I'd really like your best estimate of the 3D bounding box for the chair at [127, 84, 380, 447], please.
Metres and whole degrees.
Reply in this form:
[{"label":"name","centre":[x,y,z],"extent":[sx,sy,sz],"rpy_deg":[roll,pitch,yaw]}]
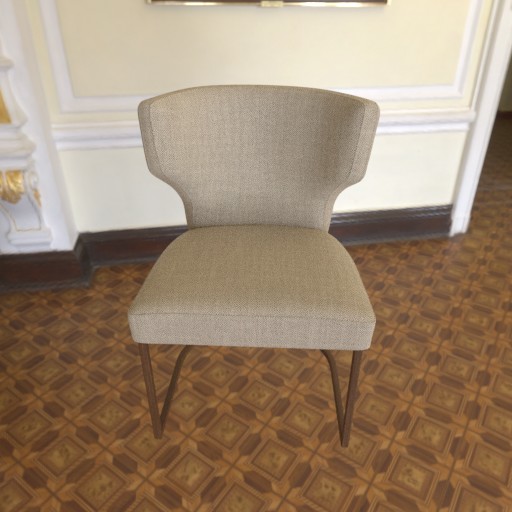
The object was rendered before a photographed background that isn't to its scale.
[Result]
[{"label":"chair","centre":[0.000,0.000,1.234],"extent":[0.611,0.824,0.617],"rpy_deg":[1,30,2]}]
